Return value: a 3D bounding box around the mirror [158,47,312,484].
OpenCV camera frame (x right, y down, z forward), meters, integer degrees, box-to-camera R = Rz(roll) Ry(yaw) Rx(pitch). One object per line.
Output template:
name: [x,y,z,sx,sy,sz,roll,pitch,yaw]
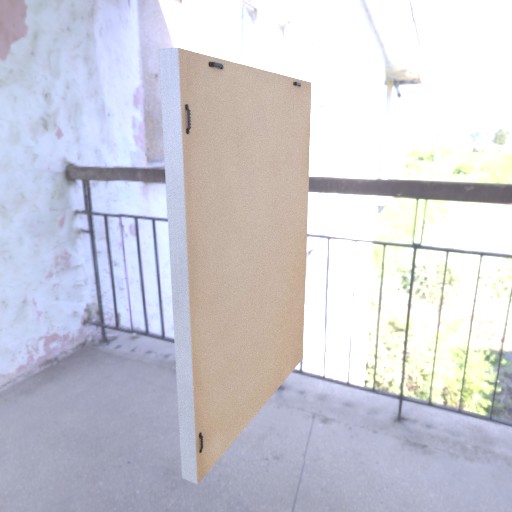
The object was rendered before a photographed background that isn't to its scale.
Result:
mirror: [0.000,0.000,0.911,0.039,0.710,0.507,8,18,26]
